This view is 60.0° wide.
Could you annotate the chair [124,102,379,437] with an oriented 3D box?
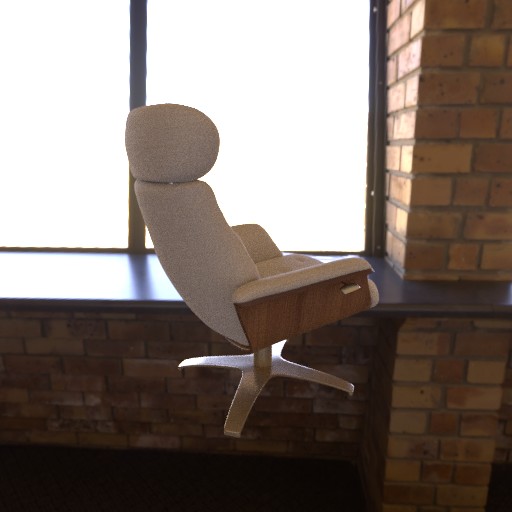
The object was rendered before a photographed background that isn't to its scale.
[{"bbox_3d":[0.000,0.000,1.584,0.837,0.995,0.785,-7,16,-27],"label":"chair"}]
